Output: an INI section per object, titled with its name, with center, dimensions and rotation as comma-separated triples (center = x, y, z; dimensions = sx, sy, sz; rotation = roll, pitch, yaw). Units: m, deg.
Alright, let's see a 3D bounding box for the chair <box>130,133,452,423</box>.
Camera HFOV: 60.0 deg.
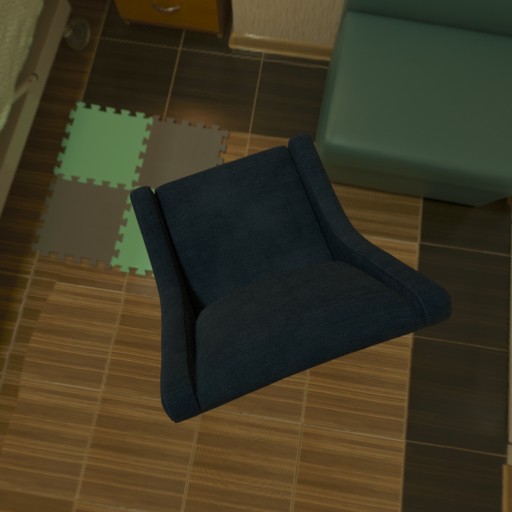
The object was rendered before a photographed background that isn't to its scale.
[chair]
center = 0.000, 0.000, 1.638
dimensions = 0.774, 1.014, 0.870
rotation = -20, 76, -5
